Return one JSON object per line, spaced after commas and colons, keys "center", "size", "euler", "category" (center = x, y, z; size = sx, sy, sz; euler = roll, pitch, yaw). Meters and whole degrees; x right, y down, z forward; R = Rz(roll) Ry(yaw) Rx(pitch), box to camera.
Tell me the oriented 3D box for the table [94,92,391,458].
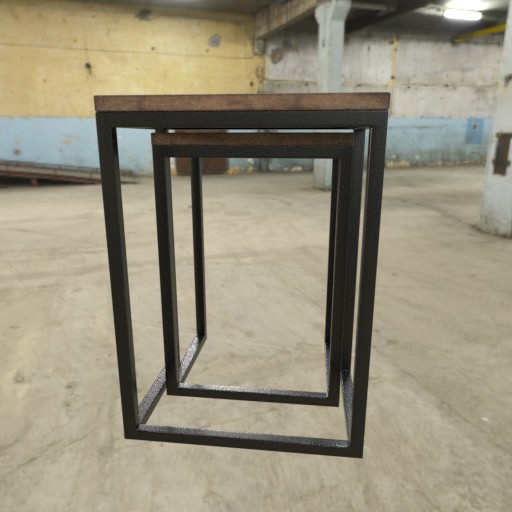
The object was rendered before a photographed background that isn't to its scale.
{"center": [0.000, 0.000, 0.945], "size": [0.456, 0.615, 0.460], "euler": [2, 15, 9], "category": "table"}
